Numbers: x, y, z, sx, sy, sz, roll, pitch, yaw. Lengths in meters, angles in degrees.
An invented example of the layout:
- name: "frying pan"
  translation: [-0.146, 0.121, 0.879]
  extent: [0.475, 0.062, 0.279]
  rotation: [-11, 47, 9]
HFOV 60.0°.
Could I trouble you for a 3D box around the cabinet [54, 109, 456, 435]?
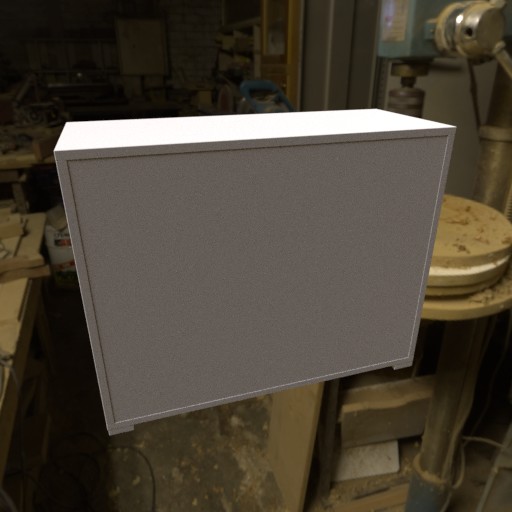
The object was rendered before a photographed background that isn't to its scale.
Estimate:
- name: "cabinet"
  translation: [0.000, 0.000, 1.390]
  extent: [1.000, 0.800, 0.400]
  rotation: [-8, 26, -16]
